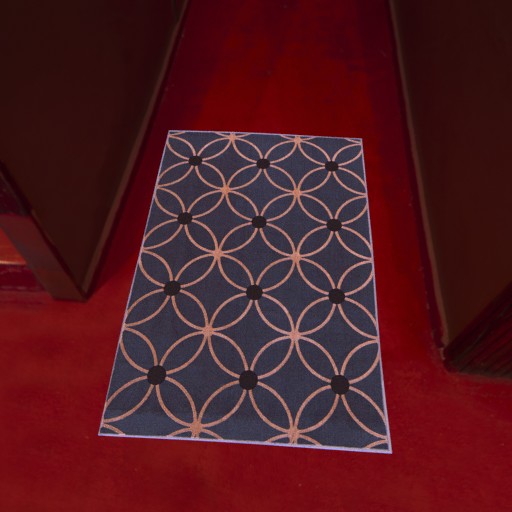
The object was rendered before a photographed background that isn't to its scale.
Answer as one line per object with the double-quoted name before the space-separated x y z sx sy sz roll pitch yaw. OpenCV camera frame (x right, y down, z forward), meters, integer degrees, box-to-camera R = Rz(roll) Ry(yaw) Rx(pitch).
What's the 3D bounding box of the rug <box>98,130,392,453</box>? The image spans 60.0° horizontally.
"rug" 0.000 0.000 2.879 1.522 0.008 2.284 3 58 2
